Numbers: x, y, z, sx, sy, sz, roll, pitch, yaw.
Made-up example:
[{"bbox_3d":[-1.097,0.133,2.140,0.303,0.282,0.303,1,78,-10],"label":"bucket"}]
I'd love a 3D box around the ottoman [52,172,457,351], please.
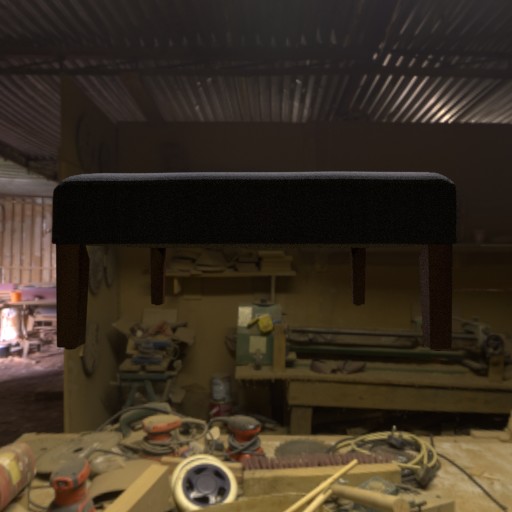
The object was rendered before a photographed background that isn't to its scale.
[{"bbox_3d":[0.000,0.000,1.404,0.889,0.411,0.890,0,0,1],"label":"ottoman"}]
